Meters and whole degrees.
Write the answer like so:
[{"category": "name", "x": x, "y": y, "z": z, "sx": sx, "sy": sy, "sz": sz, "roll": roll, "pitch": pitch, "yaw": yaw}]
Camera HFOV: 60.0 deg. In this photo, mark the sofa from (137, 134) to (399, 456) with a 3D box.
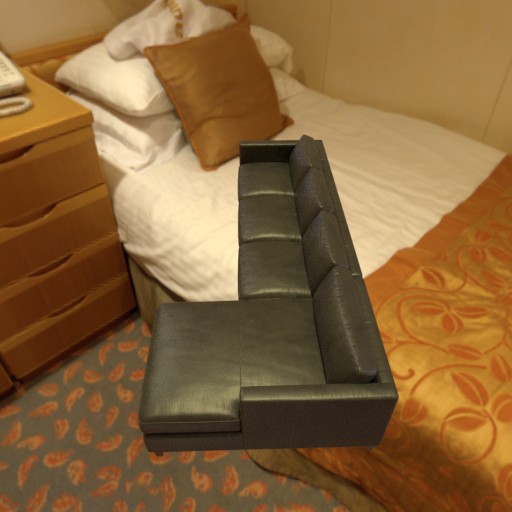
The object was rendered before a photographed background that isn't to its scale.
[{"category": "sofa", "x": 0.000, "y": 0.000, "z": 3.940, "sx": 1.581, "sy": 0.883, "sz": 3.203, "roll": -1, "pitch": 42, "yaw": -1}]
